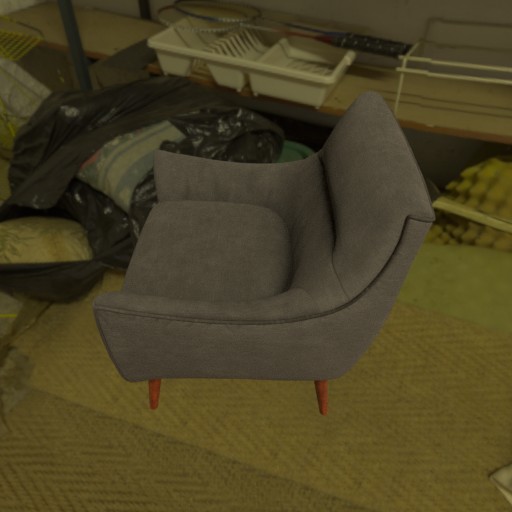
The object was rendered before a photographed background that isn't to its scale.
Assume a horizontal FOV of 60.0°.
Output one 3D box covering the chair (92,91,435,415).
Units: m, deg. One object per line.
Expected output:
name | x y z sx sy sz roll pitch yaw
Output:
chair | 0.000 0.000 1.394 0.787 0.838 0.762 1 42 2
